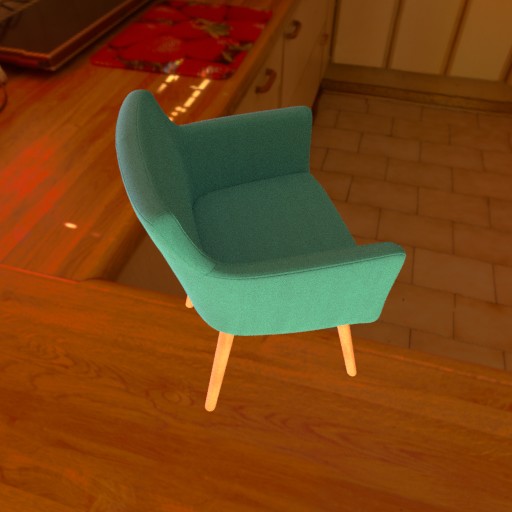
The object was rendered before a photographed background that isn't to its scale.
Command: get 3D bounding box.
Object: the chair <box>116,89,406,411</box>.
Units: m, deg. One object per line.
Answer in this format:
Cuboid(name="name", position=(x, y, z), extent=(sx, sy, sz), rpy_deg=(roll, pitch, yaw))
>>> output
Cuboid(name="chair", position=(0.000, 0.000, 1.147), extent=(0.540, 0.780, 0.570), rpy_deg=(-11, 48, -10))
